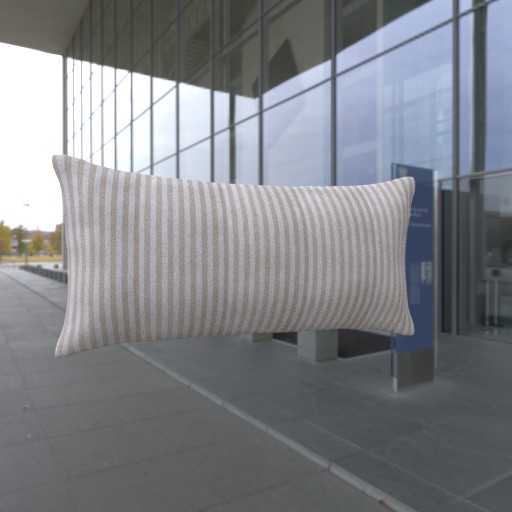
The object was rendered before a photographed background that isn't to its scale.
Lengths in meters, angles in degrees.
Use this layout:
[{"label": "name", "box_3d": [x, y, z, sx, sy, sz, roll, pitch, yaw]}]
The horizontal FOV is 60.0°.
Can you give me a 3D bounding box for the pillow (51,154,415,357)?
[{"label": "pillow", "box_3d": [0.000, 0.000, 0.733, 0.617, 0.295, 0.151, 0, 0, -18]}]
